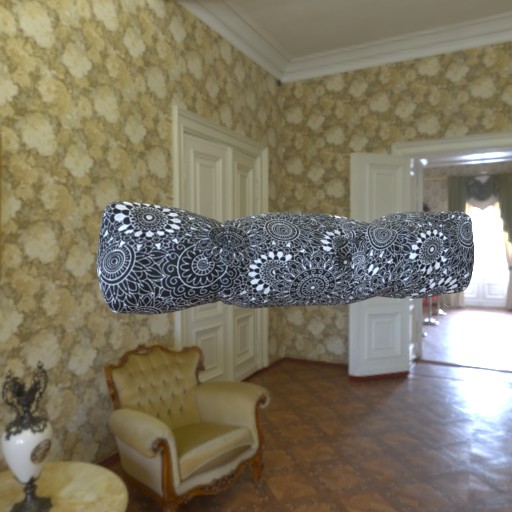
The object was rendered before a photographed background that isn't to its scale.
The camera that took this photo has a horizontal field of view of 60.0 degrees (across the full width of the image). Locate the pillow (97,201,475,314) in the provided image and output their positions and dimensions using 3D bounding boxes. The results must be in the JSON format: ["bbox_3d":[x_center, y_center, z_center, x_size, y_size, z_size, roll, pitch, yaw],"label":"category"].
[{"bbox_3d":[0.000,0.000,0.732,0.490,0.128,0.468,0,1,-19],"label":"pillow"}]
